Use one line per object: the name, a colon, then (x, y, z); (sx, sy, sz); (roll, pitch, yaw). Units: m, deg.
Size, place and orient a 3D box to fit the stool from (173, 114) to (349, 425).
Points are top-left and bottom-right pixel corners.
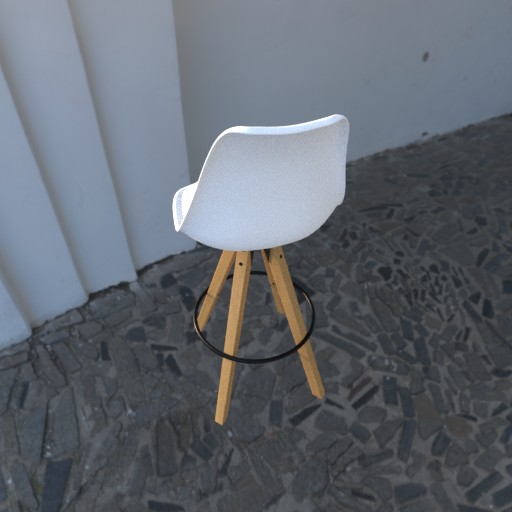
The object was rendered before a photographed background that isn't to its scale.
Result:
stool: (0.000, 0.000, 1.425); (0.482, 1.115, 0.549); (-10, 42, -12)
